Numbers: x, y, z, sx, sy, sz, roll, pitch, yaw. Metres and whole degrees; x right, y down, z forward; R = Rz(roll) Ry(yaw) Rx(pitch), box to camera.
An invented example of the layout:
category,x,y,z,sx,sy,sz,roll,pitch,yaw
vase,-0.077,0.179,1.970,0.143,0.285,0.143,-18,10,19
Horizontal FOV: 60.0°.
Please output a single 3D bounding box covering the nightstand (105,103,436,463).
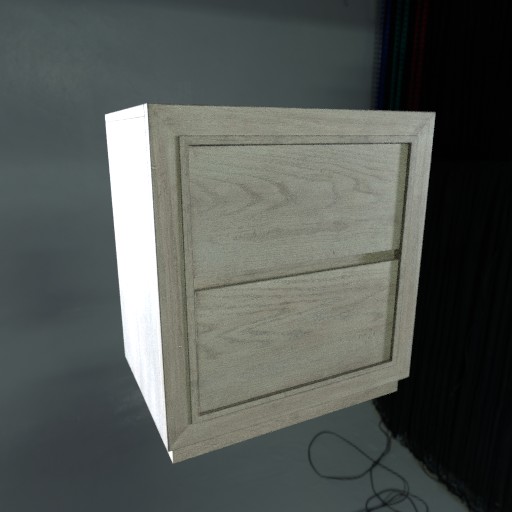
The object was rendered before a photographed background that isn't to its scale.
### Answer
category,x,y,z,sx,sy,sz,roll,pitch,yaw
nightstand,0.000,0.000,1.101,0.612,0.673,0.483,-7,17,-25
